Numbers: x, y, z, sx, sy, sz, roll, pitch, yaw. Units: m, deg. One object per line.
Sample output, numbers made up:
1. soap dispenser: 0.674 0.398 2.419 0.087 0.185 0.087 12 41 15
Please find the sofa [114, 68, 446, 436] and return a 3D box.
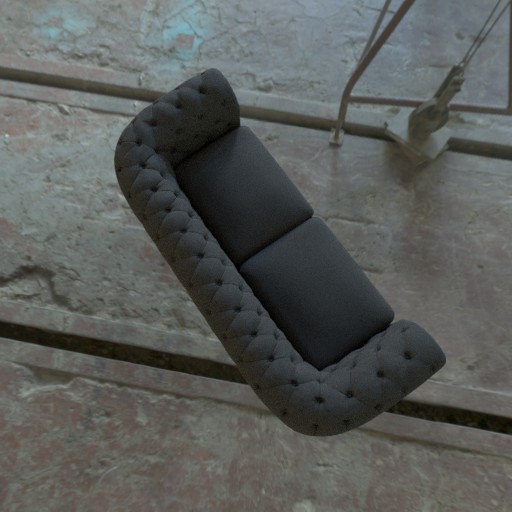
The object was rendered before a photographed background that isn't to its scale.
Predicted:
1. sofa: 0.000 0.000 2.890 0.991 0.762 2.362 -34 77 -9
